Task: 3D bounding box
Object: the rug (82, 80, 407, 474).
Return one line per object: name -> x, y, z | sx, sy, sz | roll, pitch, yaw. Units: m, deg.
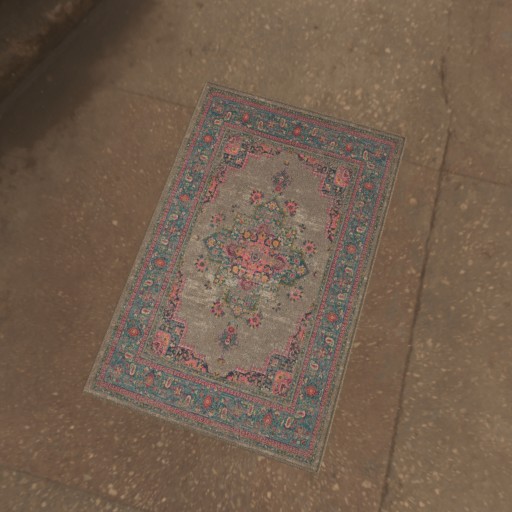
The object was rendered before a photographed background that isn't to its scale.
rug -> 0.000, 0.000, 2.216 | 1.144, 0.014, 1.748 | 17, 77, 4
